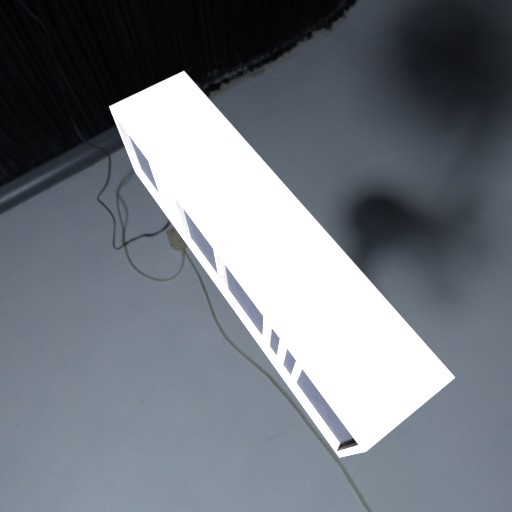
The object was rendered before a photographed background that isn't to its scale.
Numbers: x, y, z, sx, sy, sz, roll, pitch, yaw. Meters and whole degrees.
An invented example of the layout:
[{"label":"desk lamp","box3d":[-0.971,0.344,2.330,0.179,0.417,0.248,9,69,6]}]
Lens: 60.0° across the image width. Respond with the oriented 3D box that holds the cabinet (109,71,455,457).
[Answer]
[{"label":"cabinet","box3d":[0.000,0.000,2.533,0.499,0.779,2.198,-32,68,-15]}]
